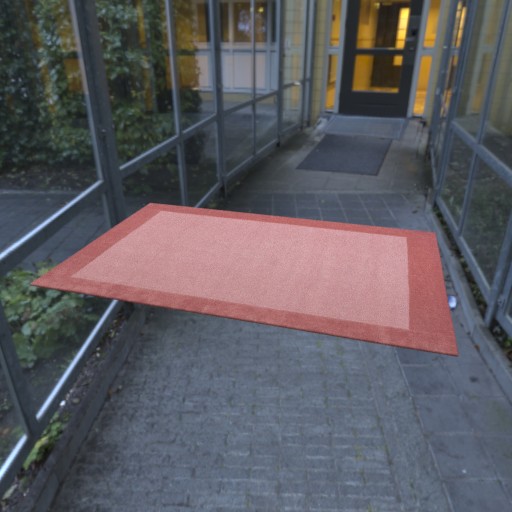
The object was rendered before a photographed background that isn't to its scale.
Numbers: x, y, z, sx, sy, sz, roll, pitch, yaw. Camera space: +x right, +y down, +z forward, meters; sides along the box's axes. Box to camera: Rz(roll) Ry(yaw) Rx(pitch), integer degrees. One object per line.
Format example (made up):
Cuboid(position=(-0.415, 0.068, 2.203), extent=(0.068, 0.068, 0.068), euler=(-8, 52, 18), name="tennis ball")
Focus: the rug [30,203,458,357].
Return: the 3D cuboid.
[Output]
Cuboid(position=(0.000, 0.000, 3.055), extent=(2.438, 0.014, 1.524), euler=(7, 27, 14), name="rug")
